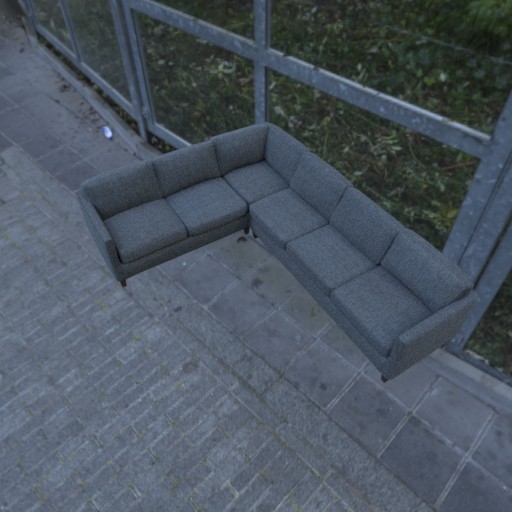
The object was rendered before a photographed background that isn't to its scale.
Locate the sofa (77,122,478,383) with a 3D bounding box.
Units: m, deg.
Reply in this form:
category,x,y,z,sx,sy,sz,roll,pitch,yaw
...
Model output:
category,x,y,z,sx,sy,sz,roll,pitch,yaw
sofa,0.000,0.000,4.468,2.593,0.947,3.302,-24,51,-21
